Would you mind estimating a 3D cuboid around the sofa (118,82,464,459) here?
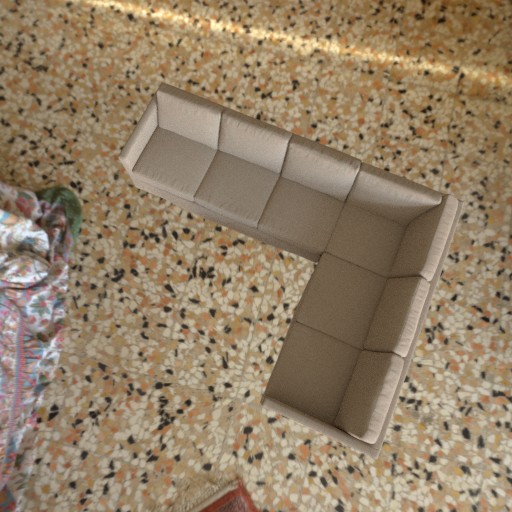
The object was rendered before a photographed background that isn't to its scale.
[{"bbox_3d":[0.000,0.000,4.218,3.182,0.871,2.432,23,76,6],"label":"sofa"}]
